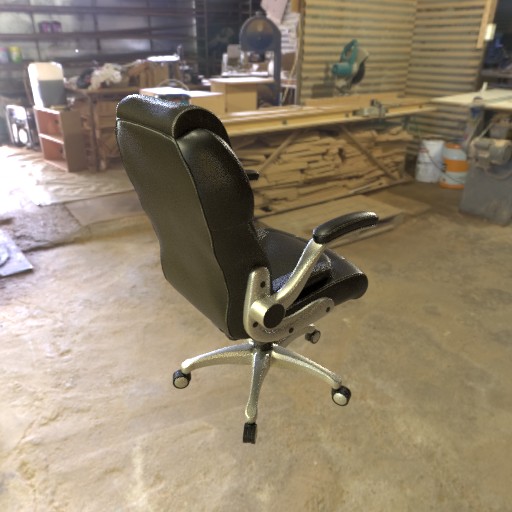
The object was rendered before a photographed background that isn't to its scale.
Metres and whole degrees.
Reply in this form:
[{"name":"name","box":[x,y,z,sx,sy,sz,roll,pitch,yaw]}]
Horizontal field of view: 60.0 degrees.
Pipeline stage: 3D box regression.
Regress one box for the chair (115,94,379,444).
[{"name":"chair","box":[0.000,0.000,1.636,0.801,1.141,0.724,-18,31,-32]}]
